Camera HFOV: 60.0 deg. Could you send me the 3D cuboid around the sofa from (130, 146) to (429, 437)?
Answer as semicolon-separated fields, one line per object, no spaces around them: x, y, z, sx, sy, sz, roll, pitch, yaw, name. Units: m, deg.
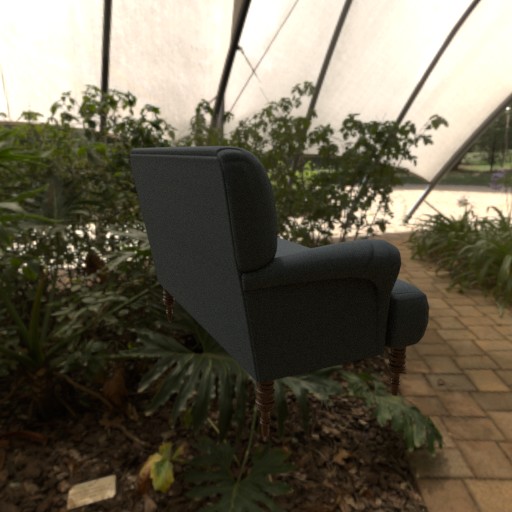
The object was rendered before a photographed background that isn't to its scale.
0.000;0.000;1.869;0.779;0.889;1.297;-7;15;-26;sofa
